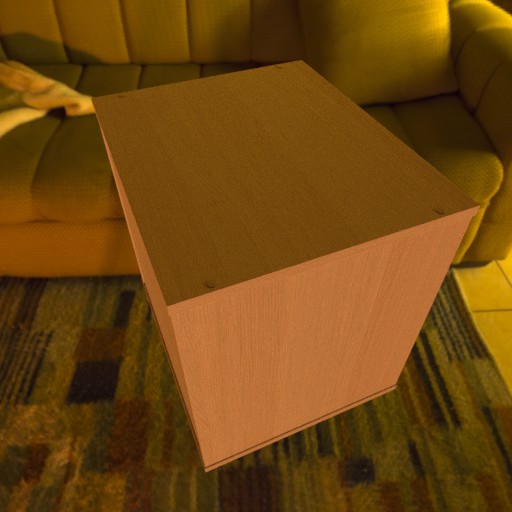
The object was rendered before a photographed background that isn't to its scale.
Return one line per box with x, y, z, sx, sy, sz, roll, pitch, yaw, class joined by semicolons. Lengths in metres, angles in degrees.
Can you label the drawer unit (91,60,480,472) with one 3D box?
0.000;0.000;0.594;0.290;0.344;0.349;-17;48;-16;drawer unit
